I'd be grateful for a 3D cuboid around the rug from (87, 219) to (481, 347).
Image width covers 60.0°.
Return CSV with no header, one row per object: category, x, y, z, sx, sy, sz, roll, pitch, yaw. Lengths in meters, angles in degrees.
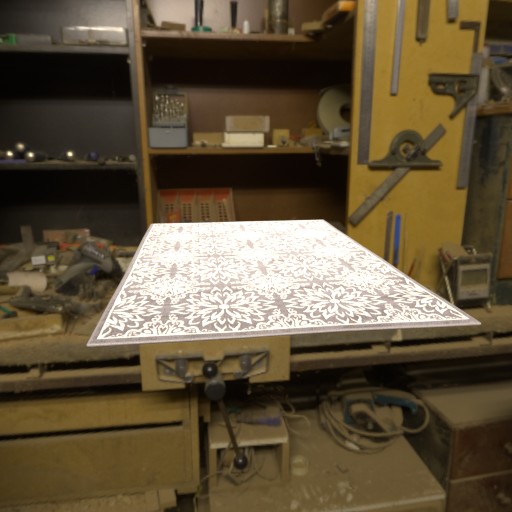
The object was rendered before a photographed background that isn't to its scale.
rug,0.000,0.000,2.231,1.224,0.012,1.847,-2,15,-7
